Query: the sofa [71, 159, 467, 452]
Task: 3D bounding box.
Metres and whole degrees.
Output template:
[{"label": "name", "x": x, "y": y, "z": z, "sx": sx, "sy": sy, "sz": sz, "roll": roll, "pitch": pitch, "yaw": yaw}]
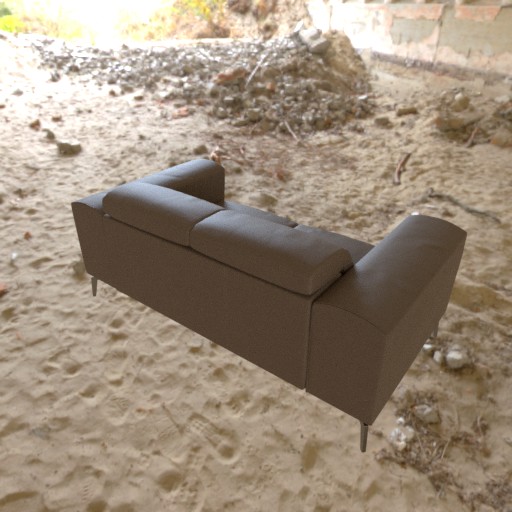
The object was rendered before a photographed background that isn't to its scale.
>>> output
[{"label": "sofa", "x": 0.000, "y": 0.000, "z": 2.434, "sx": 1.895, "sy": 0.779, "sz": 1.003, "roll": 21, "pitch": 36, "yaw": 32}]
